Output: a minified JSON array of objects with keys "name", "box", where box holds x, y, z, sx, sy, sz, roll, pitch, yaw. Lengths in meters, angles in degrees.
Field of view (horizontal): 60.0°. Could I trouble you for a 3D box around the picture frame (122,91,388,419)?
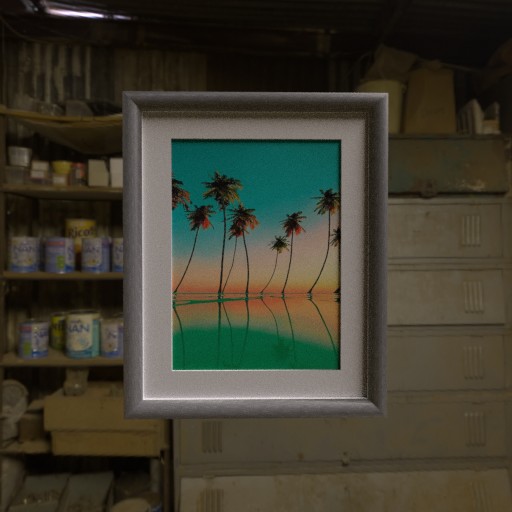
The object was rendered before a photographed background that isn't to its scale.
[{"name":"picture frame","box":[0.000,0.000,0.771,0.454,0.559,0.029,0,1,-1]}]
